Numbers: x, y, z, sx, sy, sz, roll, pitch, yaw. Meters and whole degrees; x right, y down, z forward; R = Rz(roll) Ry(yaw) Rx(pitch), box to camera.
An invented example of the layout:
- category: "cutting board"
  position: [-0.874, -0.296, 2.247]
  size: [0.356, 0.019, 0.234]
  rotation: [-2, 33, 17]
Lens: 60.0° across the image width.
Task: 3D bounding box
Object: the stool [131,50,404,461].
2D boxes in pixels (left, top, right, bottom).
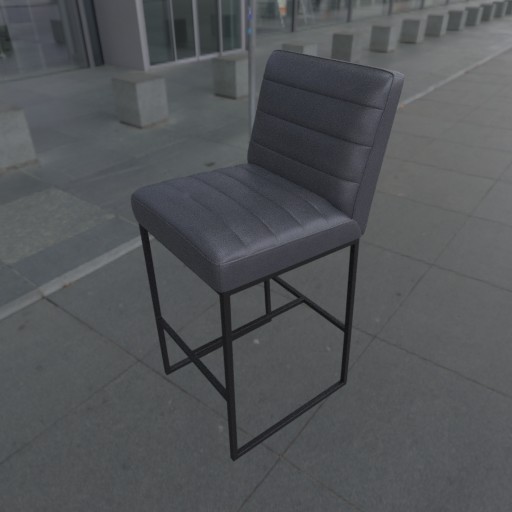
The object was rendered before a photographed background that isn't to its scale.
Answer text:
- category: "stool"
  position: [0.000, 0.000, 1.311]
  size: [0.552, 1.040, 0.457]
  rotation: [-23, 39, -31]
